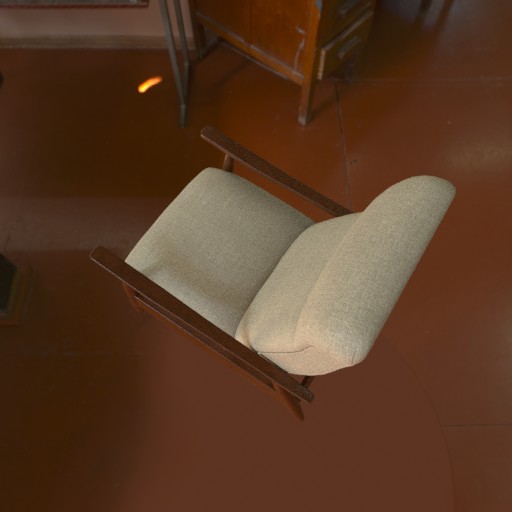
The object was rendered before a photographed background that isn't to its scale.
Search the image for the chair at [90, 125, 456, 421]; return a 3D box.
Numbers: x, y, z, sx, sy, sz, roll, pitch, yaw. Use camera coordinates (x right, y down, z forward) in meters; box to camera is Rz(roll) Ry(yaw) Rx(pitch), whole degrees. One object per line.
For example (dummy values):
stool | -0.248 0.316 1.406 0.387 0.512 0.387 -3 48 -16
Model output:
chair | 0.000 0.000 1.756 1.014 1.082 0.762 31 68 14
